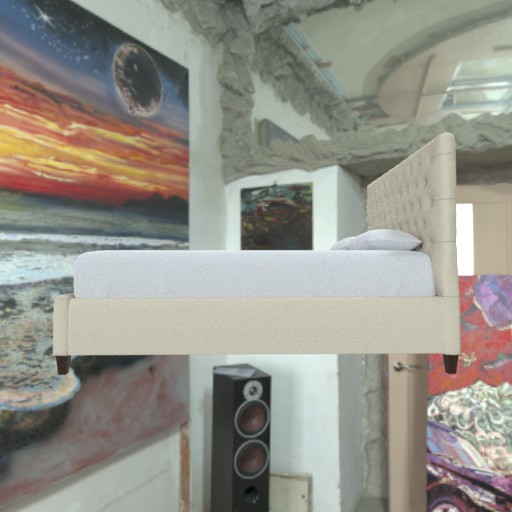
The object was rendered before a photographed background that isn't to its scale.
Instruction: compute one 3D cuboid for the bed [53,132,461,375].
[{"bbox_3d":[0.000,0.000,3.423,2.387,1.427,1.698,0,-1,-1],"label":"bed"}]
